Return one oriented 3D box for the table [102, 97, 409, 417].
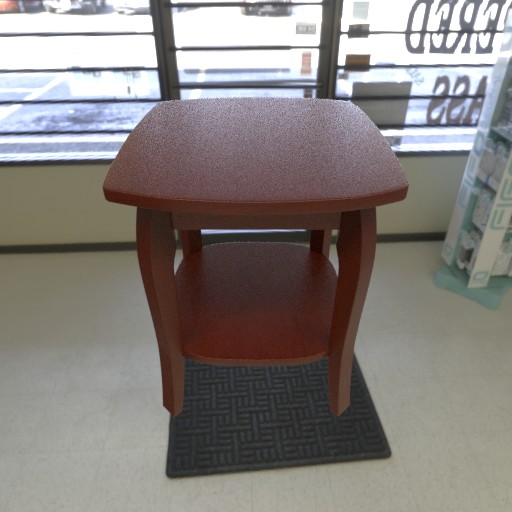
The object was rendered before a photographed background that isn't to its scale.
[{"bbox_3d":[0.000,0.000,0.891,0.433,0.496,0.502,0,34,0],"label":"table"}]
